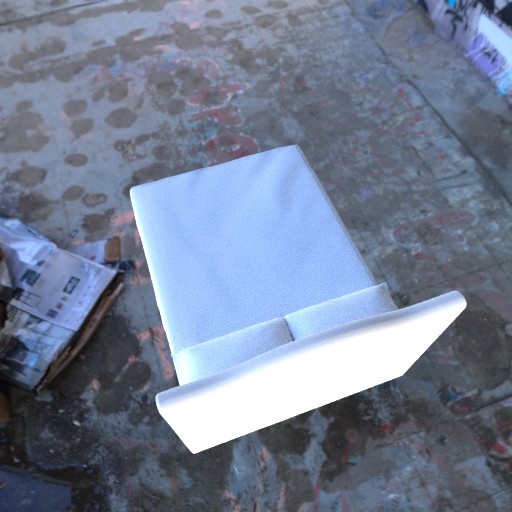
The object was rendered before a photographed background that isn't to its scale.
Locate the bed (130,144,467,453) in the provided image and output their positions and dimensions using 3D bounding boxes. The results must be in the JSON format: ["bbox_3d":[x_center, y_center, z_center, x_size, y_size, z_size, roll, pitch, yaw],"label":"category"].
[{"bbox_3d":[0.000,0.000,3.353,1.753,1.460,2.143,-17,60,-10],"label":"bed"}]
